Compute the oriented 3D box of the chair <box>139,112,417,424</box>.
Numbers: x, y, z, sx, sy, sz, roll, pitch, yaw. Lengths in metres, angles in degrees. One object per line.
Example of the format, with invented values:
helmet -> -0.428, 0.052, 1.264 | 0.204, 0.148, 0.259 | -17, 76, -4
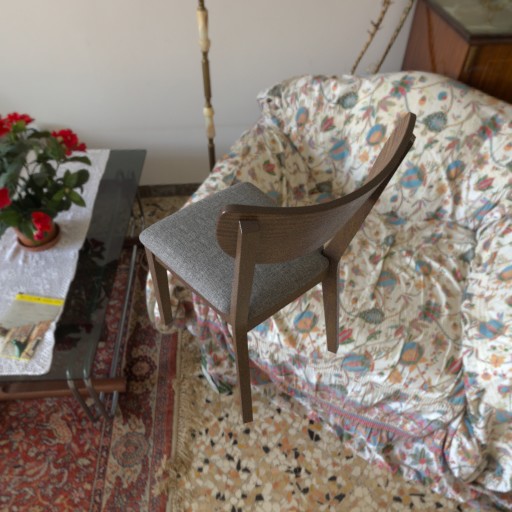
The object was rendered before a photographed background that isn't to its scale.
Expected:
chair -> 0.000, 0.000, 1.201 | 0.491, 0.849, 0.583 | -31, 53, -27
